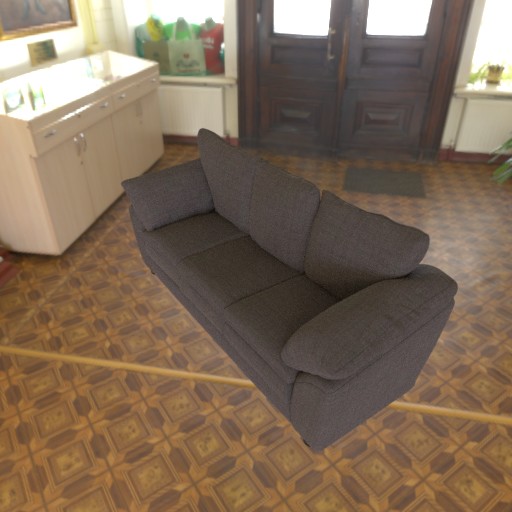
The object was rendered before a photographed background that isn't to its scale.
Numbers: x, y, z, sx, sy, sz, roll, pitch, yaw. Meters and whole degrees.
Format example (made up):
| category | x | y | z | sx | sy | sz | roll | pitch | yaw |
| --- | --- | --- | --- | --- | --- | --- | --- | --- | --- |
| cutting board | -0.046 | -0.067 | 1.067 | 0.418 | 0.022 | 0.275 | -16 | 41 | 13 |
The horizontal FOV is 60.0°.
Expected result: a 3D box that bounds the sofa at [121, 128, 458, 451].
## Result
| category | x | y | z | sx | sy | sz | roll | pitch | yaw |
| --- | --- | --- | --- | --- | --- | --- | --- | --- | --- |
| sofa | 0.000 | 0.000 | 2.857 | 0.883 | 1.080 | 2.336 | -20 | 37 | -29 |
